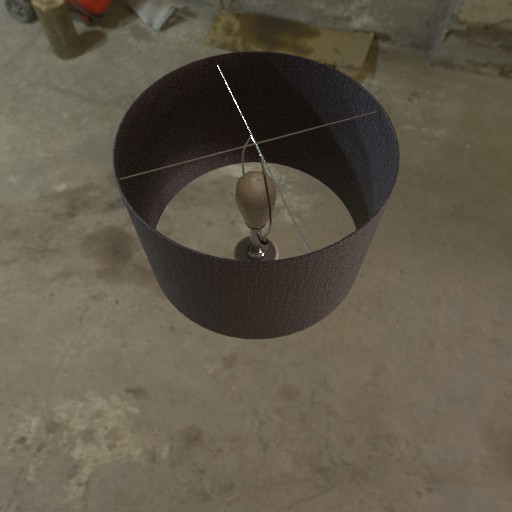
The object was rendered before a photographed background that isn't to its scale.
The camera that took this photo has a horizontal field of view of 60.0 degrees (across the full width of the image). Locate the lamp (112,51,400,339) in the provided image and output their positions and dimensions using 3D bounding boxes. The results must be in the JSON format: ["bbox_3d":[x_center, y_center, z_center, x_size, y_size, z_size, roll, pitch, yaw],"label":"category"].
[{"bbox_3d":[0.000,0.000,0.682,0.303,0.488,0.303,0,60,0],"label":"lamp"}]
